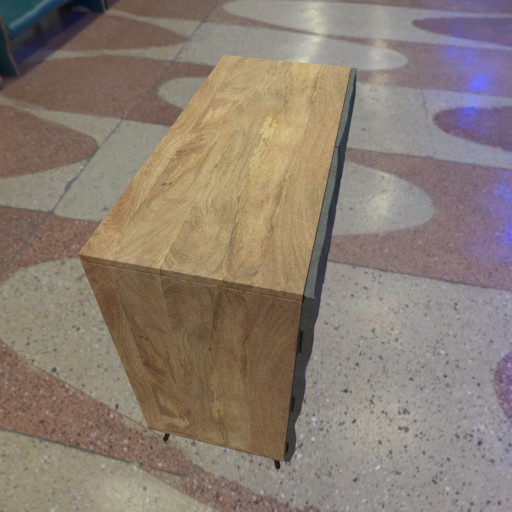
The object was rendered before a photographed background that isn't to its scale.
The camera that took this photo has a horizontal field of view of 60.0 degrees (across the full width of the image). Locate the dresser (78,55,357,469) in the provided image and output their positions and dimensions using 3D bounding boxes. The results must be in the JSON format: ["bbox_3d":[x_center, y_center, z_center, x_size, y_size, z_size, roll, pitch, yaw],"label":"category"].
[{"bbox_3d":[0.000,0.000,1.406,0.446,0.847,0.967,10,46,9],"label":"dresser"}]
